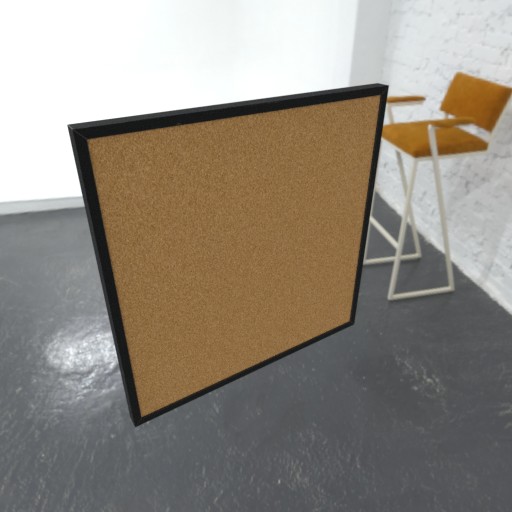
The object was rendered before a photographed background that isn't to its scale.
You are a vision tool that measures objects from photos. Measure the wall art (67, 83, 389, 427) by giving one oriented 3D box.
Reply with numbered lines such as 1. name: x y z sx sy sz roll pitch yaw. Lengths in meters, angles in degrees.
1. wall art: 0.000 0.000 1.132 0.761 0.761 0.037 -18 35 -28
